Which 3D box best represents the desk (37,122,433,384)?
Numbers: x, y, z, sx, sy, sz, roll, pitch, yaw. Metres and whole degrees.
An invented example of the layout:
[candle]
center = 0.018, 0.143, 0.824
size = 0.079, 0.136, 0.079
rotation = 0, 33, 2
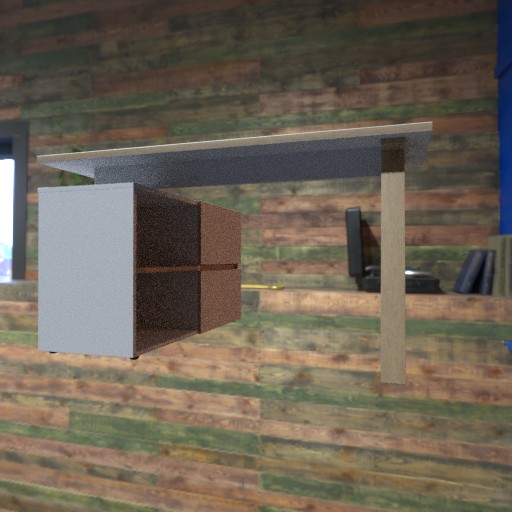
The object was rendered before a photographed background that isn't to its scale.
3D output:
[desk]
center = 0.000, 0.000, 1.995
size = 1.404, 0.755, 1.098
rotation = 0, 0, 18
